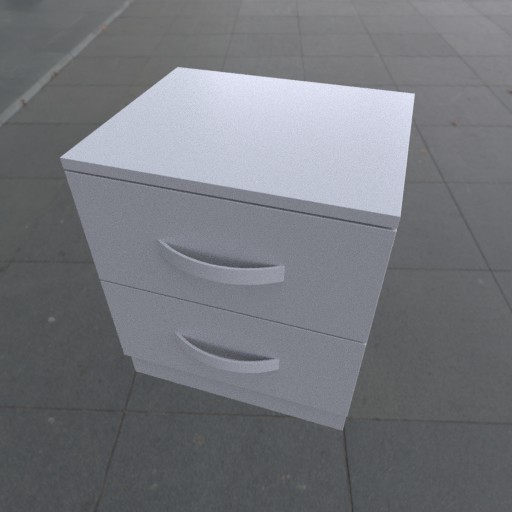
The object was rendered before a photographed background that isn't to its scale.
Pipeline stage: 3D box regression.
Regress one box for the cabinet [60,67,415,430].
[{"bbox_3d":[0.000,0.000,0.755,0.400,0.470,0.360,12,43,13],"label":"cabinet"}]
